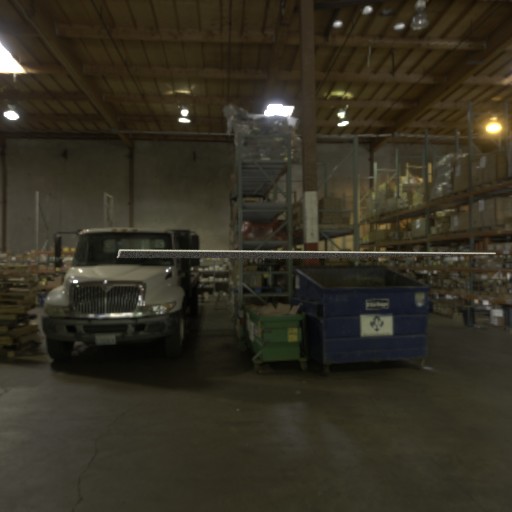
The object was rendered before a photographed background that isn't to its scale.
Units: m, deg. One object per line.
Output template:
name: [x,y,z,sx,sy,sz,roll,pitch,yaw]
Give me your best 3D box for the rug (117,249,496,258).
rug: [0.000,0.000,4.064,2.421,0.008,3.045,0,-1,-18]
